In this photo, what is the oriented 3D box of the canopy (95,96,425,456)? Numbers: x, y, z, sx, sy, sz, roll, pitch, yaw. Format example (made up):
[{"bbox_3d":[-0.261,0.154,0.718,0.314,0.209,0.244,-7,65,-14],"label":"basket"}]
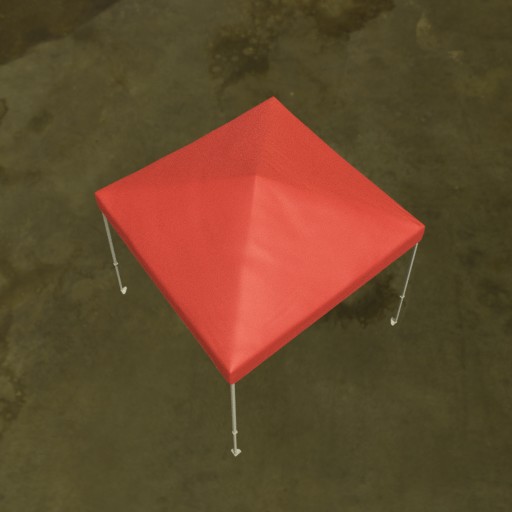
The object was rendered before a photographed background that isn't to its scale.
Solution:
[{"bbox_3d":[0.000,0.000,5.180,2.848,2.849,2.849,-34,65,-18],"label":"canopy"}]
